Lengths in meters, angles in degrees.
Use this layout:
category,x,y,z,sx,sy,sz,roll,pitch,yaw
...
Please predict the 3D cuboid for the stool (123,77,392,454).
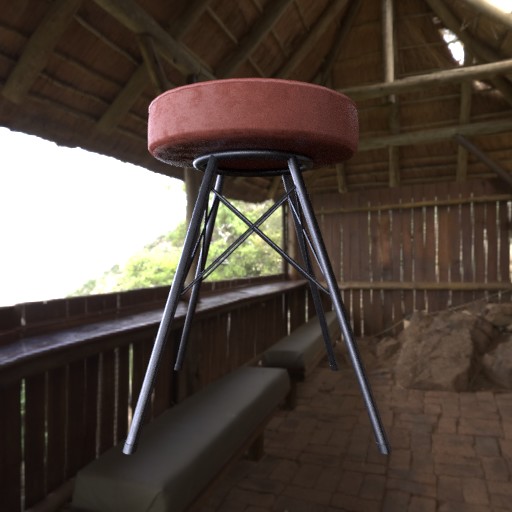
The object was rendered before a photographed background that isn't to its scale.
category,x,y,z,sx,sy,sz,roll,pitch,yaw
stool,0.000,0.000,0.897,0.421,0.593,0.457,0,2,0
